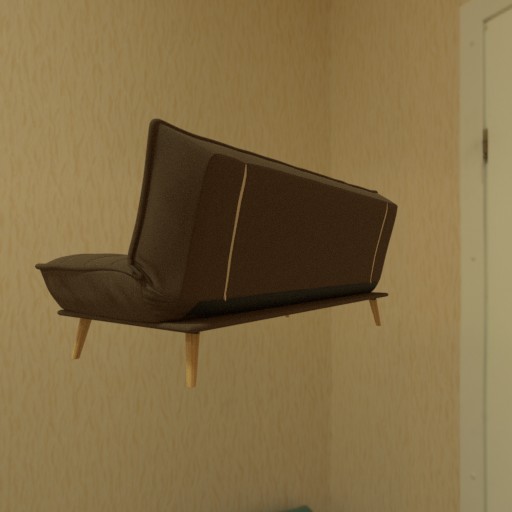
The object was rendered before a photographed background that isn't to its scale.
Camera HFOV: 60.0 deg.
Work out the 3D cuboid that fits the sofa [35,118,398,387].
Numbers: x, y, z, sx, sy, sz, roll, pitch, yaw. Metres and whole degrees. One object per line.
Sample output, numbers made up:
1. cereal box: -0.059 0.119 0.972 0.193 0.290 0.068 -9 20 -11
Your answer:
1. sofa: 0.000 0.000 2.386 0.950 0.890 1.940 0 0 37
